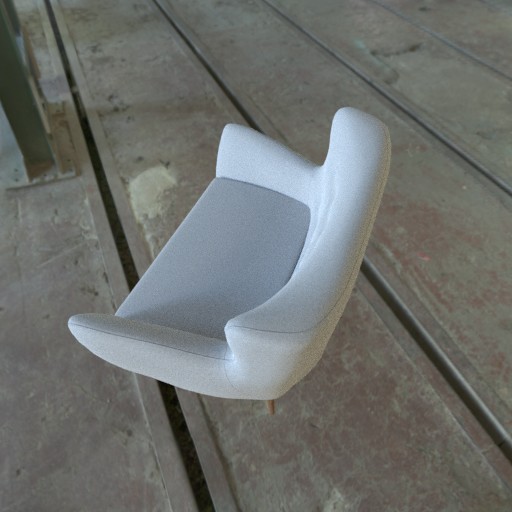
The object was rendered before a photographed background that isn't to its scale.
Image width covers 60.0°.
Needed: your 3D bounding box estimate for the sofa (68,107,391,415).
[{"bbox_3d":[0.000,0.000,1.992,0.921,0.878,1.424,16,50,14],"label":"sofa"}]
